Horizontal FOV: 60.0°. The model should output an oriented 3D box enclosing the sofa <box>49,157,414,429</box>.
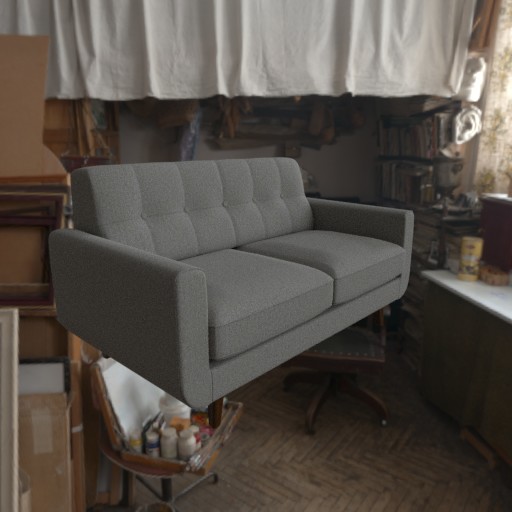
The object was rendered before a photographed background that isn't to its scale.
[{"bbox_3d":[0.000,0.000,2.226,0.952,0.925,1.651,13,20,41],"label":"sofa"}]
